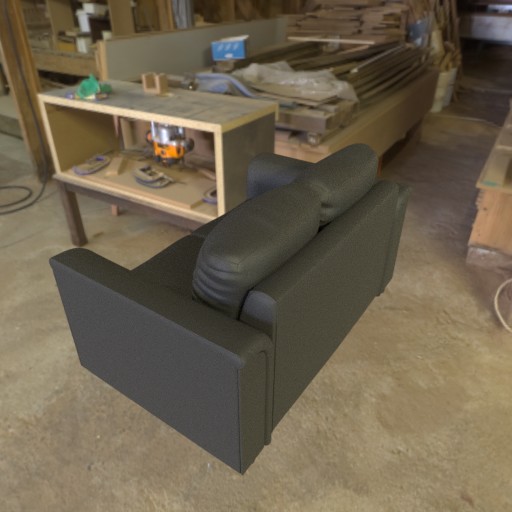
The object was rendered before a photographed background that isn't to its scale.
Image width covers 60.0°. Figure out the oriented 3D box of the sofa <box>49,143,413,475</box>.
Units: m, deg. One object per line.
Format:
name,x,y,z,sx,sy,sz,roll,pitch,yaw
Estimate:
sofa,0.000,0.000,1.971,0.887,0.845,1.386,21,38,29
